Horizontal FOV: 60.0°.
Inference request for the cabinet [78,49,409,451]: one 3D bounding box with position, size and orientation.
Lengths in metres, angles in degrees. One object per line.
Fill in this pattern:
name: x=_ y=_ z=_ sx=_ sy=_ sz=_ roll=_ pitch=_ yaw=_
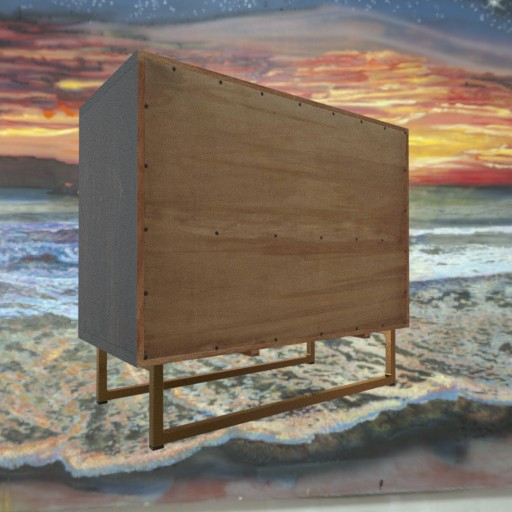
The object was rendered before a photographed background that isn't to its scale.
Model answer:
cabinet: x=0.000 y=0.000 z=1.389 sx=0.950 sy=0.860 sz=0.451 roll=0 pitch=-1 yaw=-37
